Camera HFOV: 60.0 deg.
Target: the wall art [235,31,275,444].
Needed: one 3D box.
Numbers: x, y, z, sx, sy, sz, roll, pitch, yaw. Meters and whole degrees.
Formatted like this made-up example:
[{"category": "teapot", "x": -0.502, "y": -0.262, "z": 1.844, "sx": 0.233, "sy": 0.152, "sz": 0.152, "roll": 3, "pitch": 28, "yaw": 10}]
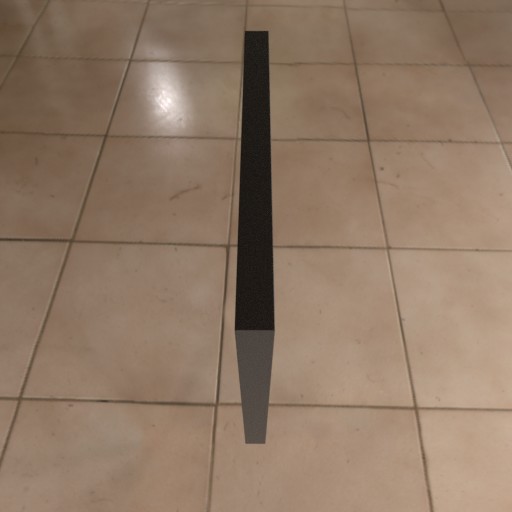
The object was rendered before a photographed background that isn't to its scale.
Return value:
[{"category": "wall art", "x": 0.000, "y": 0.000, "z": 0.760, "sx": 0.037, "sy": 0.506, "sz": 0.506, "roll": 0, "pitch": 56, "yaw": 0}]
